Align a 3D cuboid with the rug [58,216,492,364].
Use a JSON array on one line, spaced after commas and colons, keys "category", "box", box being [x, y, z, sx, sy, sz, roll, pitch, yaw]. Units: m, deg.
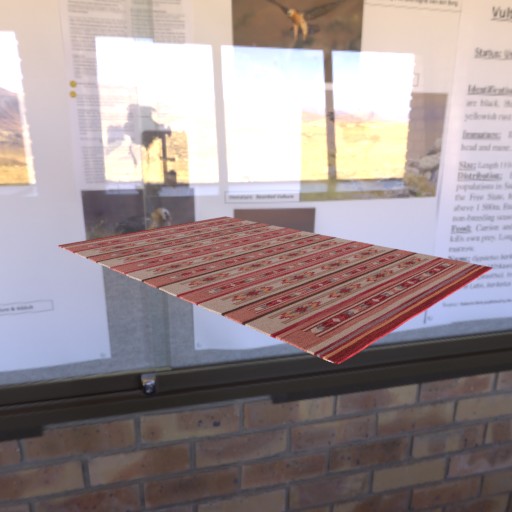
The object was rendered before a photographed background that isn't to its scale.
[{"category": "rug", "box": [0.000, 0.000, 2.207, 1.817, 0.008, 1.223, 15, 21, 43]}]
